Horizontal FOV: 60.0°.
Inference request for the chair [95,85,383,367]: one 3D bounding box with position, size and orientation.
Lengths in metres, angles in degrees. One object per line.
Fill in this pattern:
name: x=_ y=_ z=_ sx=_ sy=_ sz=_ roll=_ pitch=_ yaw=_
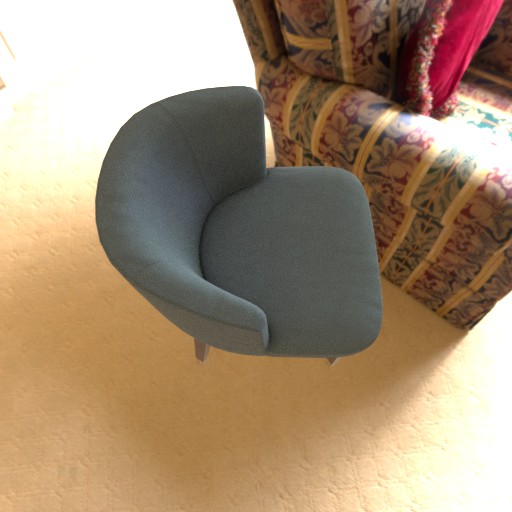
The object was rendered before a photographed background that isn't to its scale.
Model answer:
chair: x=0.000 y=0.000 z=1.312 sx=0.702 sy=0.760 sz=0.661 roll=0 pitch=63 yaw=0
